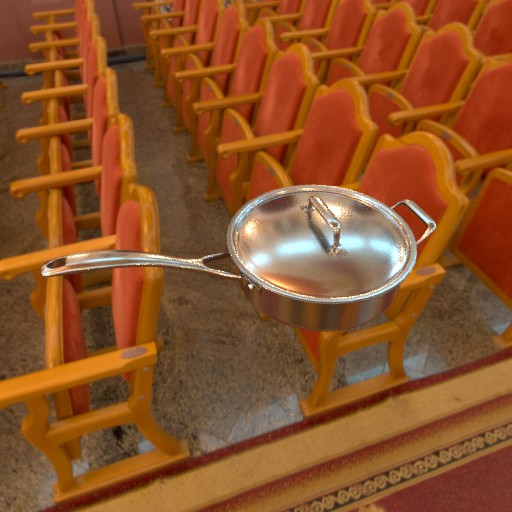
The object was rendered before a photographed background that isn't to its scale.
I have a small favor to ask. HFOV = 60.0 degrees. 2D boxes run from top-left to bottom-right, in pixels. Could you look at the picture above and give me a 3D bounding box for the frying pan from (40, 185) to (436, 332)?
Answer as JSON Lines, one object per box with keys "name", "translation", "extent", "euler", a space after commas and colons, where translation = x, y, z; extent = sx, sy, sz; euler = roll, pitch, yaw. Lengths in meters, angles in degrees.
{"name": "frying pan", "translation": [0.000, 0.000, 0.568], "extent": [0.492, 0.111, 0.245], "euler": [-12, 42, -14]}
